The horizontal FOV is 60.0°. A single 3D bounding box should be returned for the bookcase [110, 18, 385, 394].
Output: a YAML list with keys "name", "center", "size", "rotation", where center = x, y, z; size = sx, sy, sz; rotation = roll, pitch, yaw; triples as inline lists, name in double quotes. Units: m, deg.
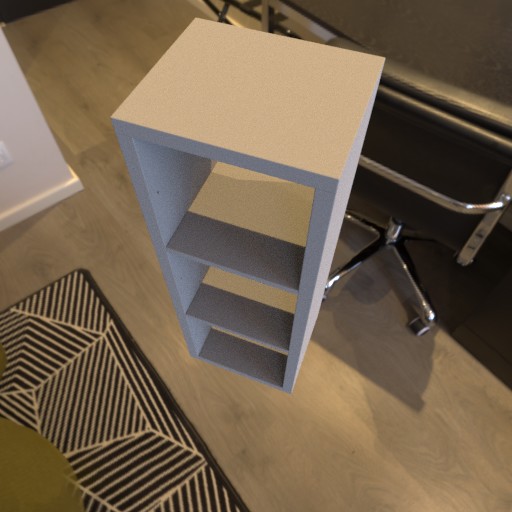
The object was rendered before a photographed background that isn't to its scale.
- name: "bookcase"
  center: [0.000, 0.000, 1.227]
  size: [0.390, 1.080, 0.330]
  rotation: [18, 58, 11]
